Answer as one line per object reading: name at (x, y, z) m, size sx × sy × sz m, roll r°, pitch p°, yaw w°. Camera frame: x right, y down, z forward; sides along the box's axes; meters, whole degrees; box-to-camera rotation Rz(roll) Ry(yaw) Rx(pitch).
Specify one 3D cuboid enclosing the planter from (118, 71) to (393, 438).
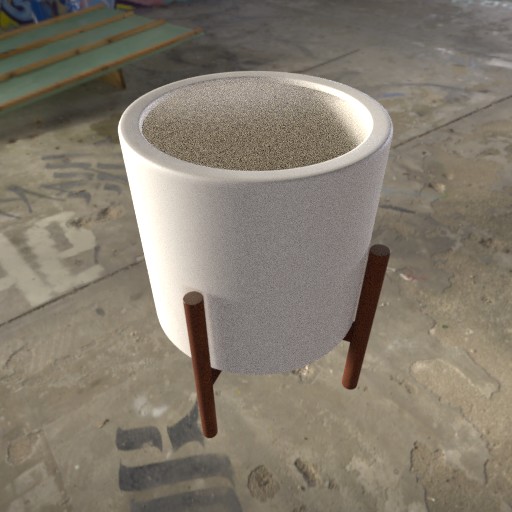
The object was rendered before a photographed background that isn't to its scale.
planter at (0.000, 0.000, 0.878) m, size 0.420 × 0.581 × 0.421 m, roll -12°, pitch 41°, yaw -14°
